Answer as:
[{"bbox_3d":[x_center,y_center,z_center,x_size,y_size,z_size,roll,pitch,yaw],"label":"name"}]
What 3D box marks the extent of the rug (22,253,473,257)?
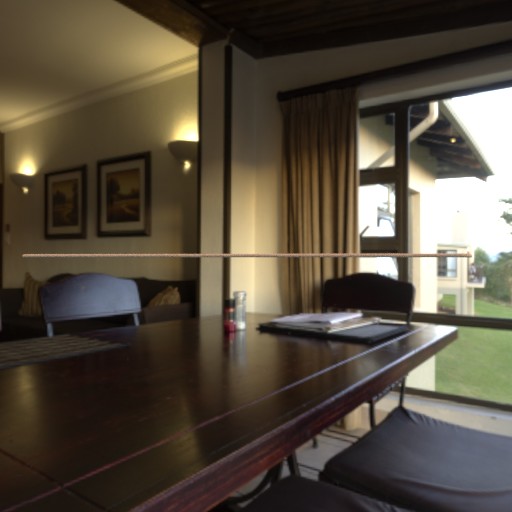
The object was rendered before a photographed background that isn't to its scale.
[{"bbox_3d":[0.000,0.000,2.073,1.676,0.013,1.067,0,0,17],"label":"rug"}]
